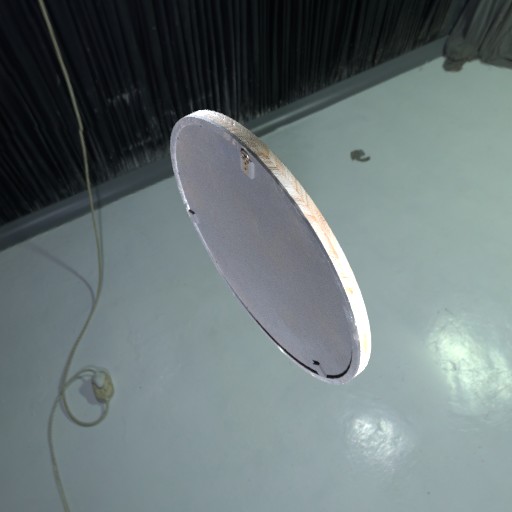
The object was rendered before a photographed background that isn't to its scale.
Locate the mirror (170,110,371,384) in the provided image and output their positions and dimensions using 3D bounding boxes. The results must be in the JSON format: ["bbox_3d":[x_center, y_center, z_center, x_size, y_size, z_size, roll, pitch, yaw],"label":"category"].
[{"bbox_3d":[0.000,0.000,1.070,0.038,0.710,0.710,-33,64,-18],"label":"mirror"}]
